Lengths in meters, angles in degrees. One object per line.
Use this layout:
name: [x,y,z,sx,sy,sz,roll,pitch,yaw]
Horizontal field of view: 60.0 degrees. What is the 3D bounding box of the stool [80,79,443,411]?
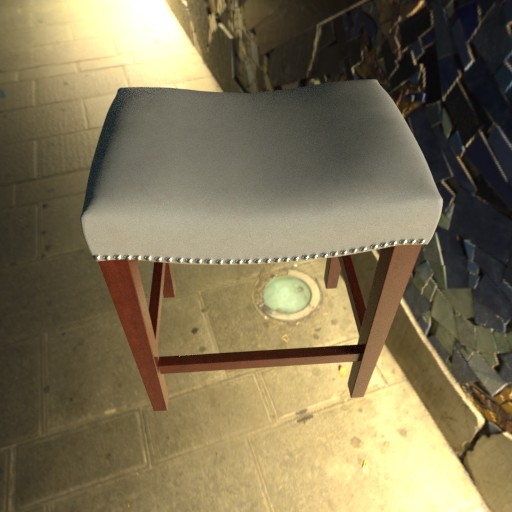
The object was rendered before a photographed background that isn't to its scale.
stool: [0.000,0.000,0.931,0.509,0.632,0.375,-3,47,-3]
